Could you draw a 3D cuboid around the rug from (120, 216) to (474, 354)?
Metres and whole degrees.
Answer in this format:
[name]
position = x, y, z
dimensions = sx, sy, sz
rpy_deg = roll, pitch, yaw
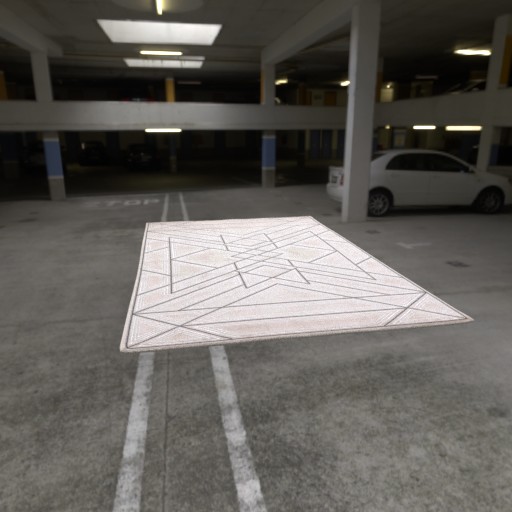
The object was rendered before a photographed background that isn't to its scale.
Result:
[rug]
position = 0.000, 0.000, 3.041
dimensions = 1.575, 0.023, 2.459
rpy_deg = -3, 17, -10
